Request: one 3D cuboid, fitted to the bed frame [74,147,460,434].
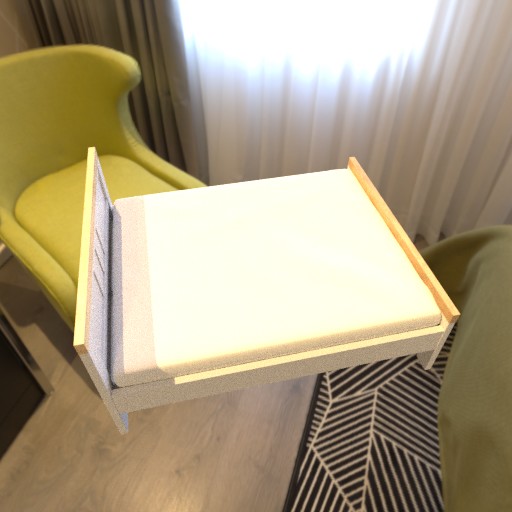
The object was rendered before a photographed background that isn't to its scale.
[{"bbox_3d":[0.000,0.000,3.063,2.050,0.980,1.670,-9,46,-9],"label":"bed frame"}]
